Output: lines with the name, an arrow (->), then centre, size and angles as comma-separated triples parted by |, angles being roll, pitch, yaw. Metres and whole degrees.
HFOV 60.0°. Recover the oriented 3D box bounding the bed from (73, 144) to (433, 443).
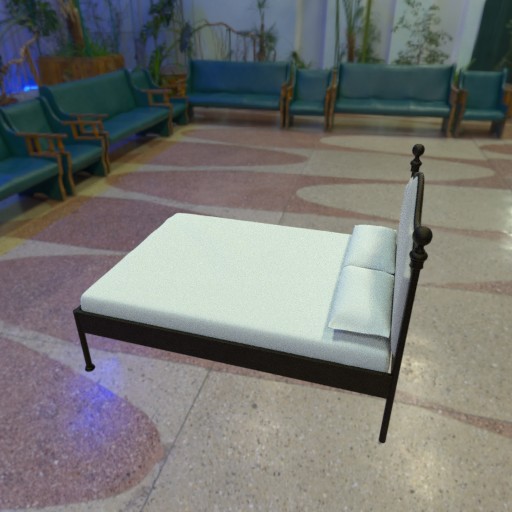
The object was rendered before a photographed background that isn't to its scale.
bed -> 0.000, 0.000, 3.366 | 2.224, 1.499, 1.642 | 8, 30, 15
